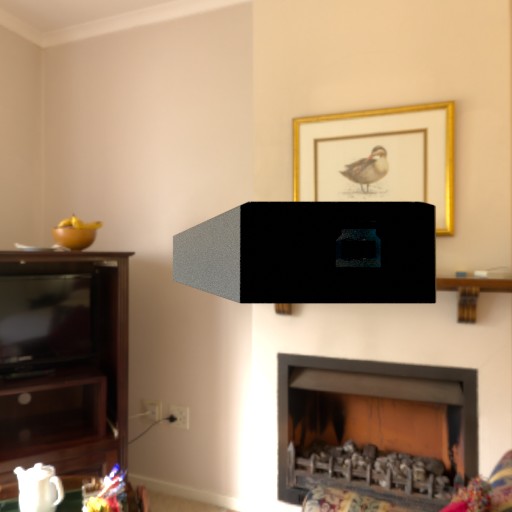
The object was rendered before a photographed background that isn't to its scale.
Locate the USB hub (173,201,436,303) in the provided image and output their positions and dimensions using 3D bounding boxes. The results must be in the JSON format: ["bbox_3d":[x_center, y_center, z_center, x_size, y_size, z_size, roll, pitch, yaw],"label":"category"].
[{"bbox_3d":[0.000,0.000,0.162,0.044,0.023,0.145,0,-1,-17],"label":"USB hub"}]
